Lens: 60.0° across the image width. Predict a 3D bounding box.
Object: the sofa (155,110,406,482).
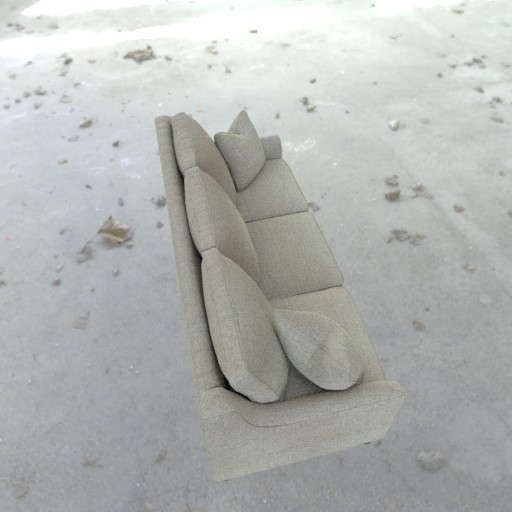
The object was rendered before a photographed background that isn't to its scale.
[{"bbox_3d":[0.000,0.000,2.469,0.865,0.914,2.031,-10,48,-9],"label":"sofa"}]
